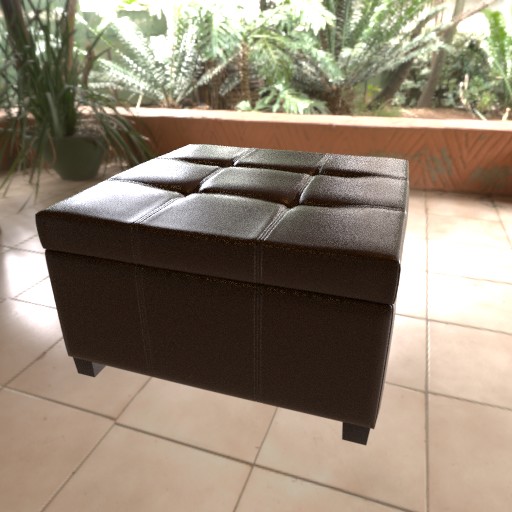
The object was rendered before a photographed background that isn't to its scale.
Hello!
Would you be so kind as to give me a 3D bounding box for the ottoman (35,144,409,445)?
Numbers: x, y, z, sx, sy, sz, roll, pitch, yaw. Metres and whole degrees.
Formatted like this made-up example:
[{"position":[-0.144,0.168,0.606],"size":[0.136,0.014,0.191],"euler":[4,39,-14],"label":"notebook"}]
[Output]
[{"position":[0.000,0.000,1.279],"size":[0.788,0.460,0.787],"euler":[8,27,16],"label":"ottoman"}]
